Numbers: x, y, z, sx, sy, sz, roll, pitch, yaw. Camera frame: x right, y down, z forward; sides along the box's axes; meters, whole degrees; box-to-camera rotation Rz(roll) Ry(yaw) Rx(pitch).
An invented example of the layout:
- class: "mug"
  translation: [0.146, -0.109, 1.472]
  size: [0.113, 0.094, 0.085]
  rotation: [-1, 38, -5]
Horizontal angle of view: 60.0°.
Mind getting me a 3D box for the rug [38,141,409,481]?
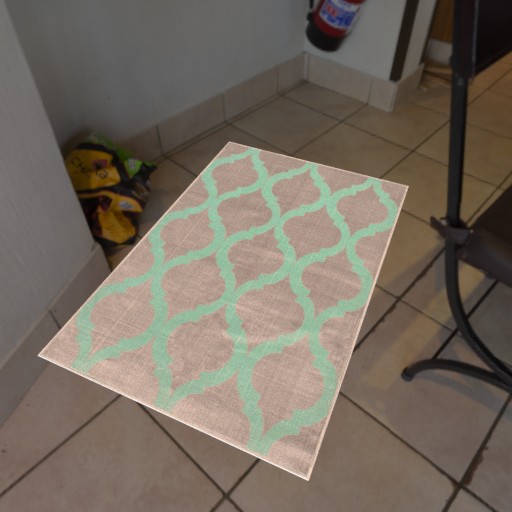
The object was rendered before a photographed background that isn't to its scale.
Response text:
- class: "rug"
  translation: [0.000, 0.000, 2.866]
  size: [1.524, 0.006, 2.286]
  rotation: [18, 49, 16]
